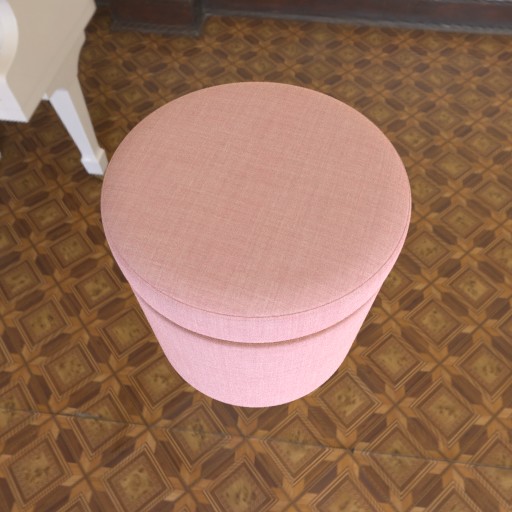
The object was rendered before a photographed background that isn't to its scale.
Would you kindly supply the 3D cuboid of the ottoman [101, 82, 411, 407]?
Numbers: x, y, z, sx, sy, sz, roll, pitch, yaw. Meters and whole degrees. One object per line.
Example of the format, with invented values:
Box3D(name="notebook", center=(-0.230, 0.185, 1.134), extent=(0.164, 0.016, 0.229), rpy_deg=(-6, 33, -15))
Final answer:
Box3D(name="ottoman", center=(0.000, 0.000, 0.727), extent=(0.400, 0.406, 0.400), rpy_deg=(0, 58, 0))
